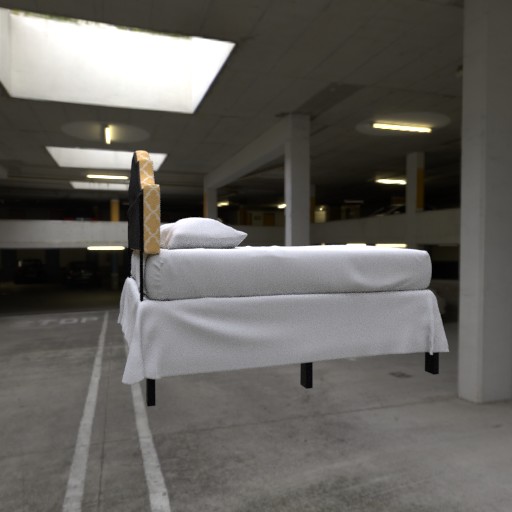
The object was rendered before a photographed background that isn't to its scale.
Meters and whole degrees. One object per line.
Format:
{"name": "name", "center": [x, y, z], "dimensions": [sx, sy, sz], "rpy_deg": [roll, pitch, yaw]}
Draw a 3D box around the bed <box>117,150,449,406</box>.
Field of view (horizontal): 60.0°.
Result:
{"name": "bed", "center": [0.000, 0.000, 3.728], "dimensions": [2.222, 1.601, 2.314], "rpy_deg": [-1, 2, -18]}
